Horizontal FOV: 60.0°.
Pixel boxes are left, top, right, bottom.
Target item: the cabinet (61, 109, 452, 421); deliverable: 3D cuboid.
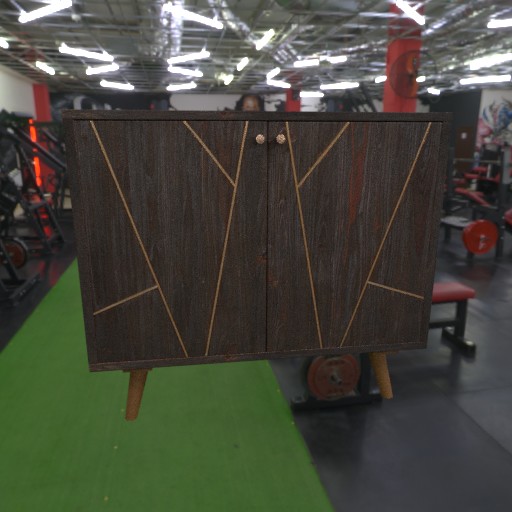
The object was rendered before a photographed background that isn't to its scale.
[{"bbox_3d":[0.000,0.000,1.483,1.023,0.897,0.529,-2,15,-8],"label":"cabinet"}]
